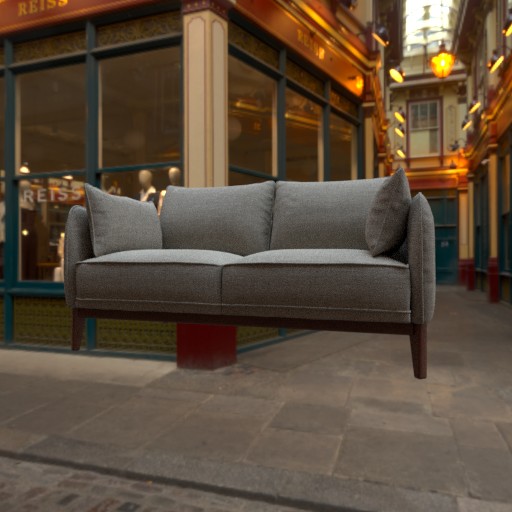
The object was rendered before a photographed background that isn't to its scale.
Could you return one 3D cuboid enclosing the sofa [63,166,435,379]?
[{"bbox_3d":[0.000,0.000,2.140,1.580,0.851,0.972,0,0,18],"label":"sofa"}]
